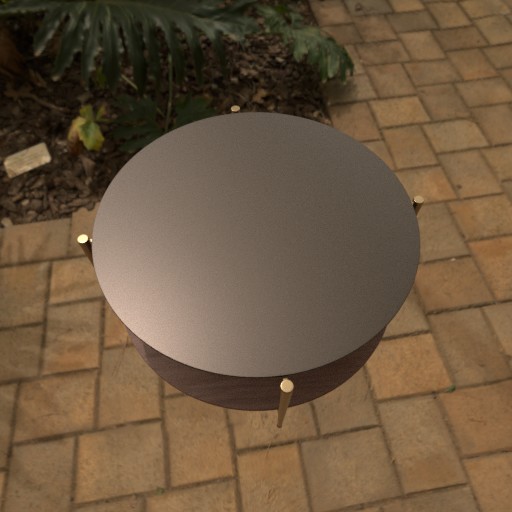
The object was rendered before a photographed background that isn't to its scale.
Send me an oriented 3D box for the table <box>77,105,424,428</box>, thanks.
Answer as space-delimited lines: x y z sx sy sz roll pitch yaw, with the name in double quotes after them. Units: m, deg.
0.000 0.000 1.457 0.938 0.400 0.938 -34 63 -20 "table"
